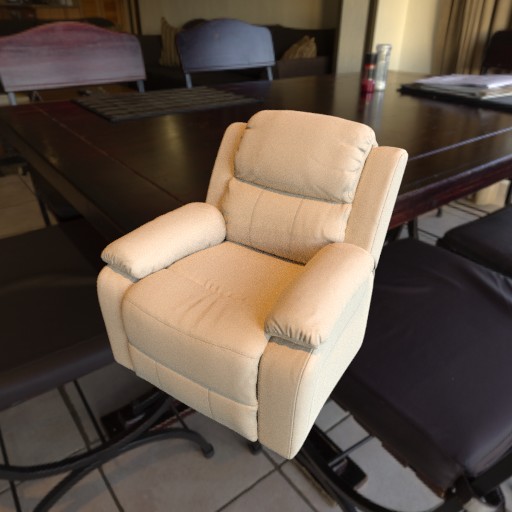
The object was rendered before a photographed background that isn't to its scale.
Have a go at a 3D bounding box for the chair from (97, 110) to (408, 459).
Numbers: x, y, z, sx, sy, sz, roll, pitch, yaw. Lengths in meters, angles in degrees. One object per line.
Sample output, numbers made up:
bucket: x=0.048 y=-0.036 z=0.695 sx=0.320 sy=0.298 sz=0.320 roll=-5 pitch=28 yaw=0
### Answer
chair: x=0.000 y=0.000 z=1.284 sx=0.680 sy=0.702 sz=0.709 roll=18 pitch=35 yaw=28
